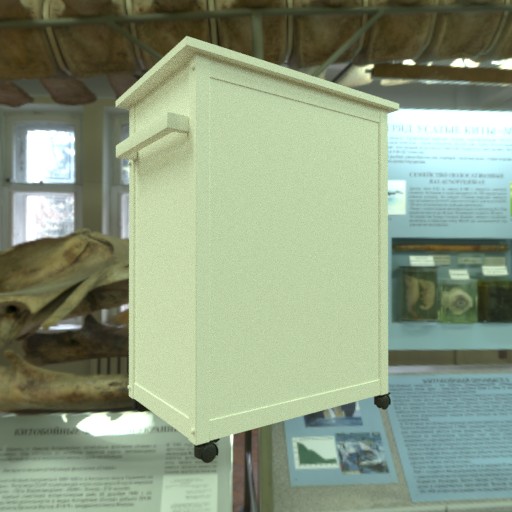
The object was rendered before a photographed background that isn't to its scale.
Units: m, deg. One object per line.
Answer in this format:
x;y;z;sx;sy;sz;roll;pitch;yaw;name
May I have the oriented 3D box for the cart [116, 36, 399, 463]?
0.000;0.000;1.238;0.683;0.864;0.442;0;0;-35;cart
